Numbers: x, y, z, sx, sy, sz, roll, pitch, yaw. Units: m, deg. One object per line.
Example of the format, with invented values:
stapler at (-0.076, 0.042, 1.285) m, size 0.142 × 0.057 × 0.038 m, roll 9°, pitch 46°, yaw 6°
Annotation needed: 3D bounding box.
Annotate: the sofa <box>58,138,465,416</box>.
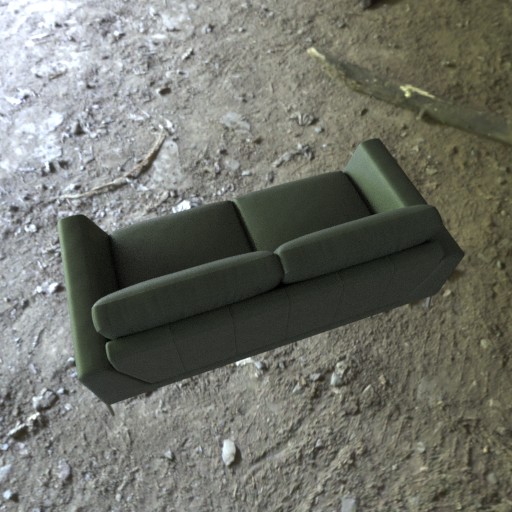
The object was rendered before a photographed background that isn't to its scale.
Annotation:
sofa at (0.000, 0.000, 2.515) m, size 2.017 × 0.875 × 0.953 m, roll -16°, pitch 58°, yaw -11°
